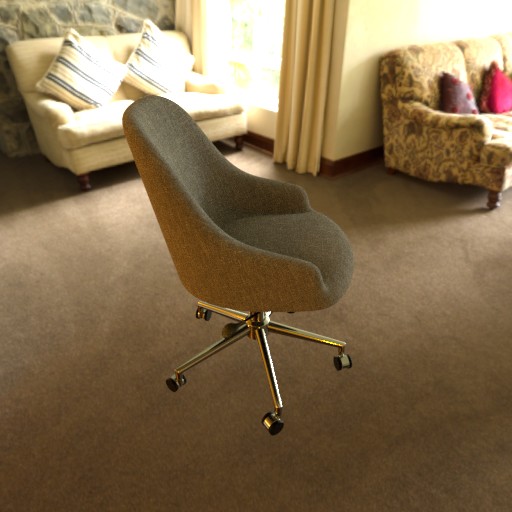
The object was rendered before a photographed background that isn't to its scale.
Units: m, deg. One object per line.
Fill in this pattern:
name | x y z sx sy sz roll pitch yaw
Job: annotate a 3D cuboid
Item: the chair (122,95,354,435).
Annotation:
chair | 0.000 0.000 1.444 0.712 0.950 0.671 1 32 1
